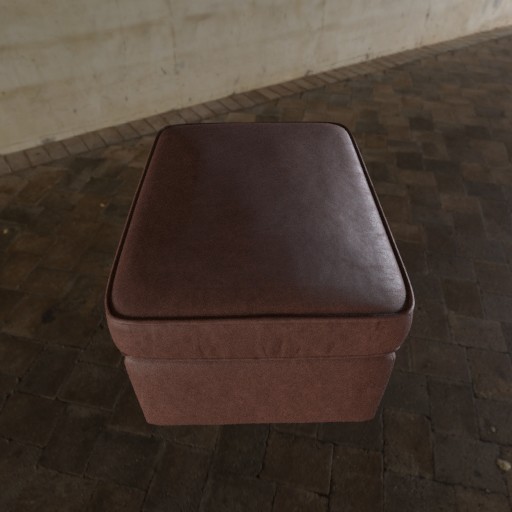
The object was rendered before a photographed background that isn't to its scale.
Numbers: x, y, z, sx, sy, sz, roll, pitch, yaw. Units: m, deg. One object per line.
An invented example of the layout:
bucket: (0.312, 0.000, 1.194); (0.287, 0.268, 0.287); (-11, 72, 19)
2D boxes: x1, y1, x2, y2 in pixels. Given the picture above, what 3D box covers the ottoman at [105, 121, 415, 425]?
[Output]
ottoman: (0.000, 0.000, 1.119); (0.548, 0.449, 0.749); (-1, 42, -1)
